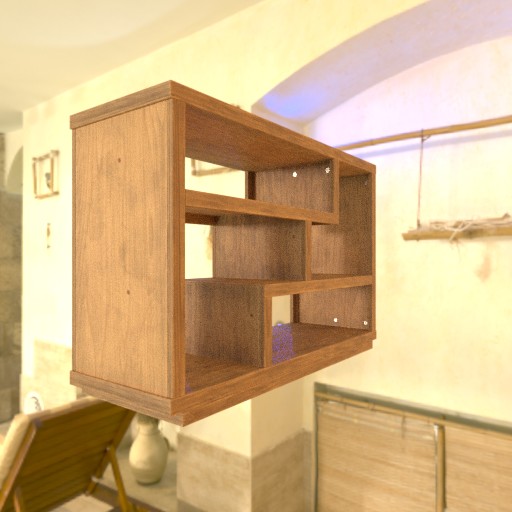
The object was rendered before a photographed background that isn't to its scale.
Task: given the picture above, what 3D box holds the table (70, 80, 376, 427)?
[{"bbox_3d":[0.000,0.000,1.549,0.410,0.771,1.151,0,0,37],"label":"table"}]
